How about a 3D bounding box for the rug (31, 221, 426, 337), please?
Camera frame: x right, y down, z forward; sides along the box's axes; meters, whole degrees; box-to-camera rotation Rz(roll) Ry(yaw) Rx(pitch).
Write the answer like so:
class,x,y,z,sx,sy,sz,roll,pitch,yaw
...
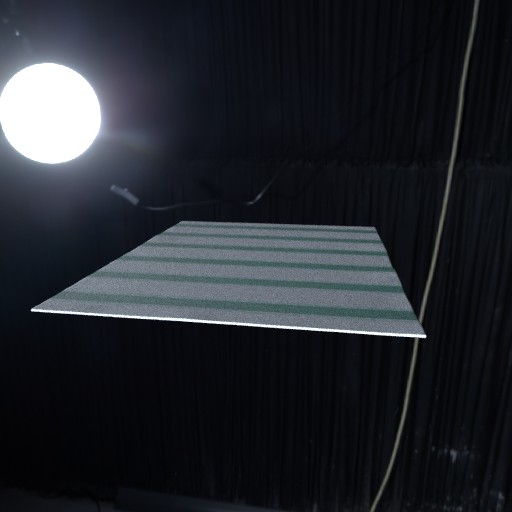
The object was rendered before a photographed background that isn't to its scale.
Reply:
class,x,y,z,sx,sy,sz,roll,pitch,yaw
rug,0.000,0.000,4.100,2.434,0.019,3.041,2,16,9
